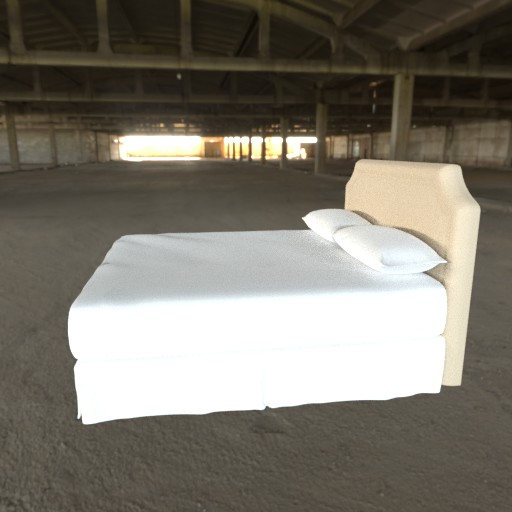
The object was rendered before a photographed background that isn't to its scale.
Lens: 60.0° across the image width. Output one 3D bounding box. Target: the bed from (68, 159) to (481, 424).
[{"bbox_3d":[0.000,0.000,3.662,2.548,1.524,2.134,-2,14,-9],"label":"bed"}]
